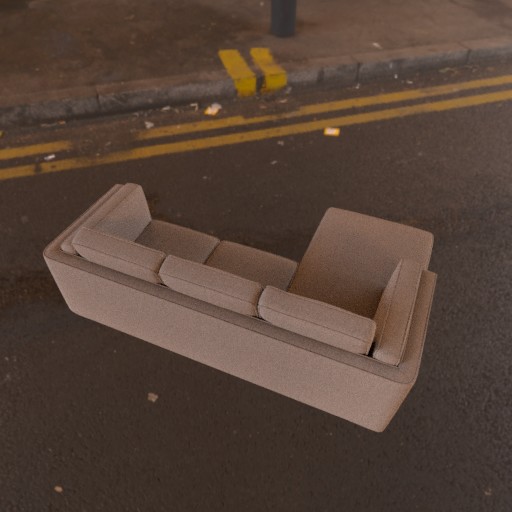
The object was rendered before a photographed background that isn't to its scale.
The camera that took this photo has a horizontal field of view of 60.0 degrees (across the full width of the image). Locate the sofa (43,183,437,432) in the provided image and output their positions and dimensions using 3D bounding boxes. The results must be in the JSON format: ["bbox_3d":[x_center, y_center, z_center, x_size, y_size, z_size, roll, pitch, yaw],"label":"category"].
[{"bbox_3d":[0.000,0.000,3.240,2.411,0.929,1.604,17,47,16],"label":"sofa"}]
